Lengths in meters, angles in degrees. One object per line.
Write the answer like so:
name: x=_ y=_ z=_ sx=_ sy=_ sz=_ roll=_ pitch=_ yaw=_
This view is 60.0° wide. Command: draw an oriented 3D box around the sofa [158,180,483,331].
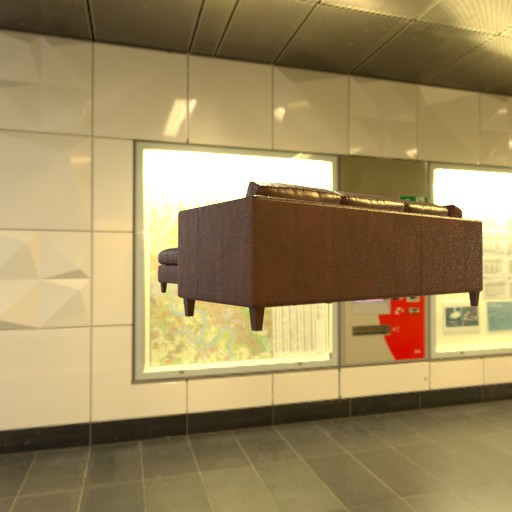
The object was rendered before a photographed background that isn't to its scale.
sofa: x=0.000 y=0.000 z=4.452 sx=2.452 sy=0.891 sz=3.324 roll=1 pitch=-1 yaw=-36
